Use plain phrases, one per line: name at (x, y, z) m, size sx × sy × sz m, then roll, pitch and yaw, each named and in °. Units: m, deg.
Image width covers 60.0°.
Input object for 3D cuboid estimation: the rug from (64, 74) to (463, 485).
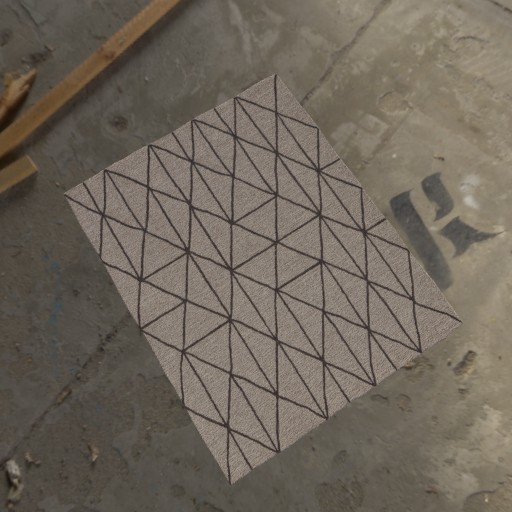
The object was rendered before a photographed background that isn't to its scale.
rug at (0.000, 0.000, 4.095) m, size 2.468 × 0.022 × 3.061 m, roll -32°, pitch 78°, yaw -8°
